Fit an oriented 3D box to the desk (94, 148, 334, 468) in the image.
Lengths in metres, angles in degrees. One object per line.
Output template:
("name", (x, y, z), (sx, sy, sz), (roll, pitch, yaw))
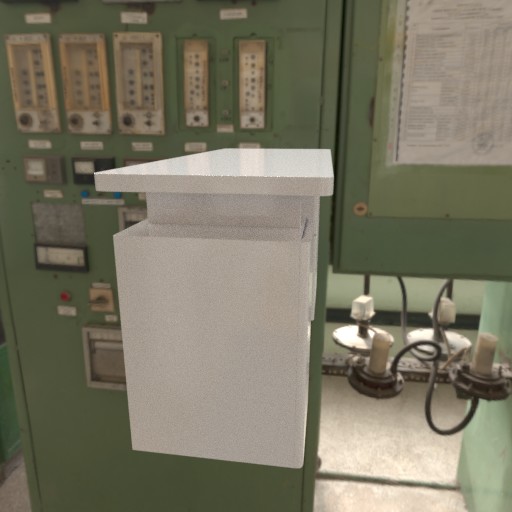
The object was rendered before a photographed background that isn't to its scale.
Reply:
("desk", (0.000, 0.000, 1.739), (0.550, 0.762, 1.400), (2, 16, 9))
